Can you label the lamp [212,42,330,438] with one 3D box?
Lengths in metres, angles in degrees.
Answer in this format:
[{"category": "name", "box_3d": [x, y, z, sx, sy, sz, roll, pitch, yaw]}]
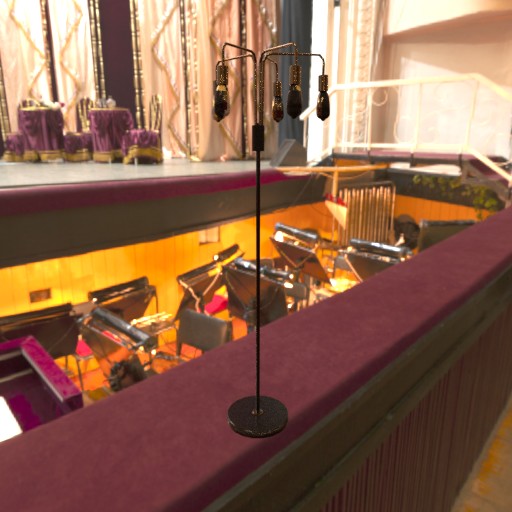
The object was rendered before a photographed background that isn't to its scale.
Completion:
[{"category": "lamp", "box_3d": [0.000, 0.000, 2.031, 0.572, 1.721, 0.599, -15, 21, -43]}]
